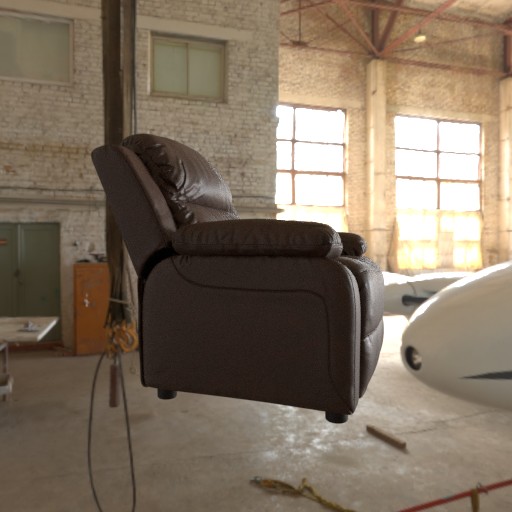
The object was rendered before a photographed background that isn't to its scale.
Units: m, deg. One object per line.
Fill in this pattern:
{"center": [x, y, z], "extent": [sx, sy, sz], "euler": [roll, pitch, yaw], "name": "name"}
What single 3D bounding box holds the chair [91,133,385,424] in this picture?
{"center": [0.000, 0.000, 1.287], "extent": [0.707, 0.702, 0.680], "euler": [0, 0, 20], "name": "chair"}
